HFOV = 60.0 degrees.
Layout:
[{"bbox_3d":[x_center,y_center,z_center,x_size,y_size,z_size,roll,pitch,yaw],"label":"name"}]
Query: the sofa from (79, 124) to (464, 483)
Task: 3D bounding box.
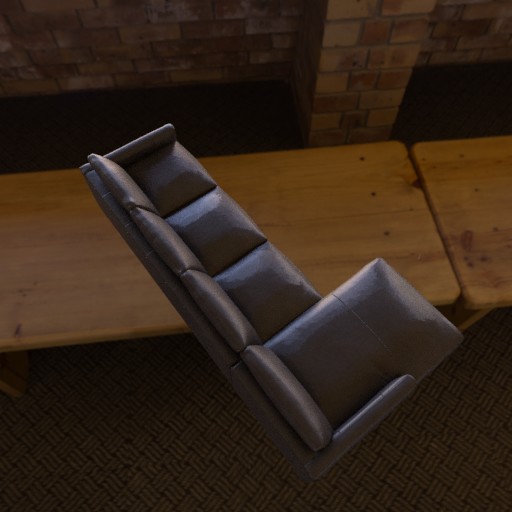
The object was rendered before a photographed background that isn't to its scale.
[{"bbox_3d":[0.000,0.000,3.544,1.471,0.859,2.993,-34,65,-18],"label":"sofa"}]
